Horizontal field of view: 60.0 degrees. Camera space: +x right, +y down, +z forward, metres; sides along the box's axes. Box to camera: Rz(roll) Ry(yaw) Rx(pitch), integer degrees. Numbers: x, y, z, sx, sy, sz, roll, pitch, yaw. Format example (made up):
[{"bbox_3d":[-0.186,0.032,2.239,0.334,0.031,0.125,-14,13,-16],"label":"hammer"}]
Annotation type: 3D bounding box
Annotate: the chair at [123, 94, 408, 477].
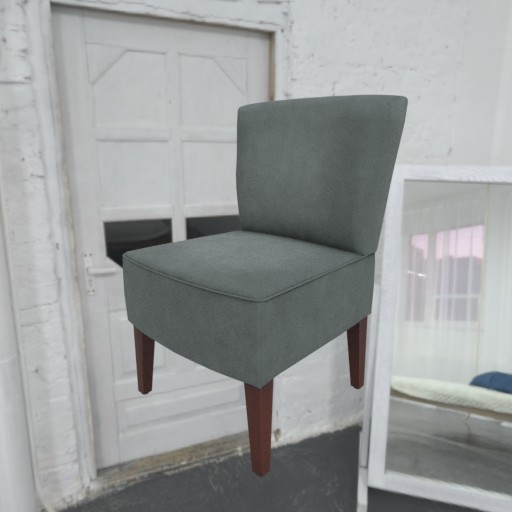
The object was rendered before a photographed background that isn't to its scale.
[{"bbox_3d":[0.000,0.000,1.154,0.521,0.806,0.554,14,20,42],"label":"chair"}]
